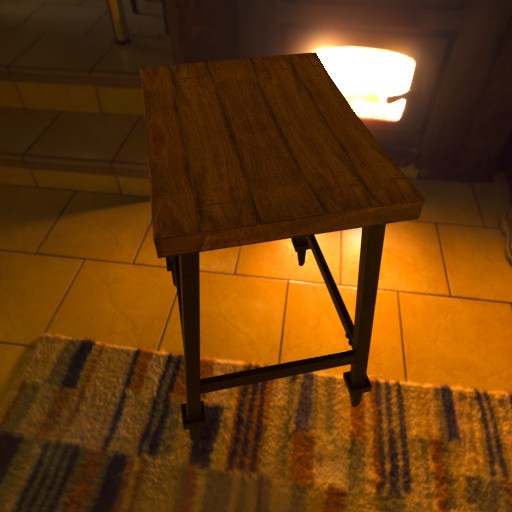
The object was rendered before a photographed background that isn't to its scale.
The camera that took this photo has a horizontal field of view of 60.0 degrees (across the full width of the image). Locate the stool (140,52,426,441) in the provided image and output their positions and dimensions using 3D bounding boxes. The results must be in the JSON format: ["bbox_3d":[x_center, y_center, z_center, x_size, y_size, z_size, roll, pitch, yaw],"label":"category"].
[{"bbox_3d":[0.000,0.000,0.930,0.405,0.625,0.486,-9,47,-8],"label":"stool"}]
